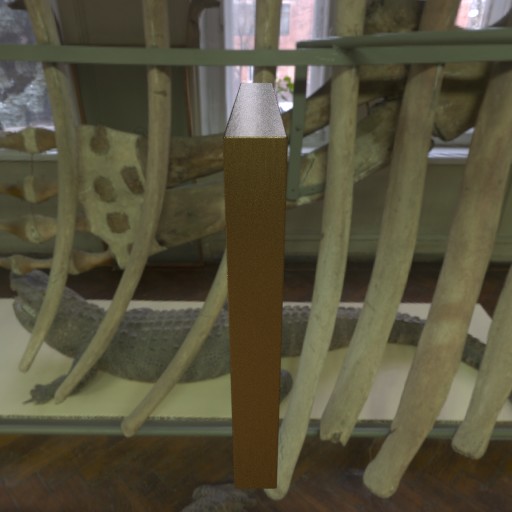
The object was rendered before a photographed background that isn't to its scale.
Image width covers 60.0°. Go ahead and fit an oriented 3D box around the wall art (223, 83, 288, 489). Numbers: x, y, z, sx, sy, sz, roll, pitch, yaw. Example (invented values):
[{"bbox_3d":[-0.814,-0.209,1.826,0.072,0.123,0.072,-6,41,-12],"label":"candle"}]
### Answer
[{"bbox_3d":[0.000,0.000,0.456,0.037,0.305,0.305,0,27,0],"label":"wall art"}]
